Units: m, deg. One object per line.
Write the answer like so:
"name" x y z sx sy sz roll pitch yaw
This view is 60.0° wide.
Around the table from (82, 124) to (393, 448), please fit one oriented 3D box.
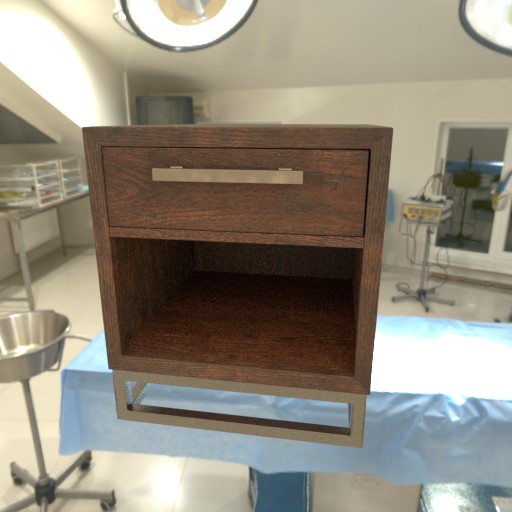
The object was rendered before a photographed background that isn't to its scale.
"table" 0.000 0.000 1.029 0.506 0.582 0.566 3 17 9
